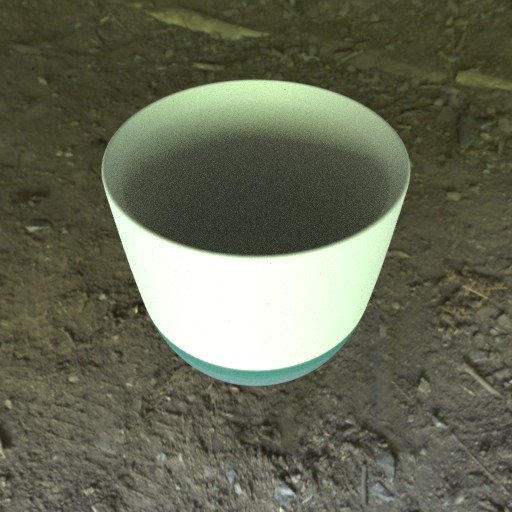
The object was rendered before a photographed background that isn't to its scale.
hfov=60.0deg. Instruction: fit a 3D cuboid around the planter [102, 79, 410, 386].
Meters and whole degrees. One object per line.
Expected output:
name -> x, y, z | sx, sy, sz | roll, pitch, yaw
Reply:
planter -> 0.000, 0.000, 0.378 | 0.204, 0.214, 0.204 | 0, 47, 0
